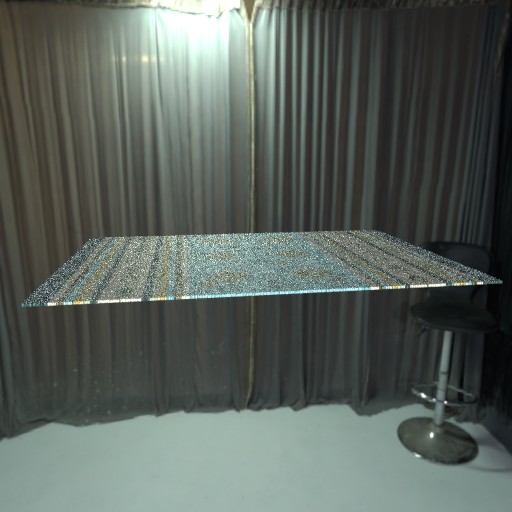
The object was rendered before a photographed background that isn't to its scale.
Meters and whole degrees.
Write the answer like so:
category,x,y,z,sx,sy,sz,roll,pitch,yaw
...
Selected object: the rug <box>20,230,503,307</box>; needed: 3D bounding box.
category,x,y,z,sx,sy,sz,roll,pitch,yaw
rug,0.000,0.000,2.222,1.811,0.010,1.212,-2,13,-9
